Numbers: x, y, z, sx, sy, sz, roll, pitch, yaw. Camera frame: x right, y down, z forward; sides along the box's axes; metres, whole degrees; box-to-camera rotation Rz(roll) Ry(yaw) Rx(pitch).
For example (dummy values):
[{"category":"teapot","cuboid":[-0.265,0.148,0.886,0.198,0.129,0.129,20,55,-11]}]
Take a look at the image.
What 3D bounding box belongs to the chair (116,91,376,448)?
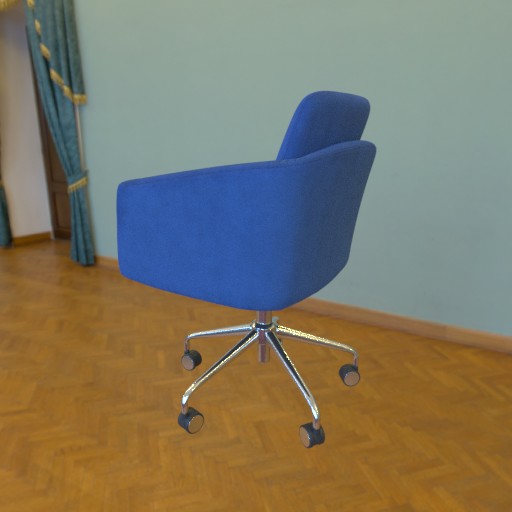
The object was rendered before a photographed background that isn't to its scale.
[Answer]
[{"category":"chair","cuboid":[0.000,0.000,1.350,0.635,0.908,0.641,9,18,27]}]
